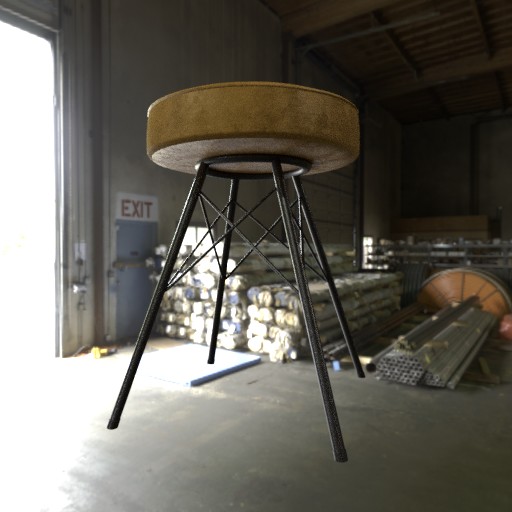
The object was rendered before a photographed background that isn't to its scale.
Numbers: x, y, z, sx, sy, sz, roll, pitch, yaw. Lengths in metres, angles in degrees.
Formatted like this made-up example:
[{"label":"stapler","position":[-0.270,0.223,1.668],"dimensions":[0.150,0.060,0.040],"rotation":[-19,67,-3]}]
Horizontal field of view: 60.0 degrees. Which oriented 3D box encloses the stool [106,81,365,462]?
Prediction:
[{"label":"stool","position":[0.000,0.000,0.922],"dimensions":[0.438,0.595,0.472],"rotation":[0,1,19]}]
